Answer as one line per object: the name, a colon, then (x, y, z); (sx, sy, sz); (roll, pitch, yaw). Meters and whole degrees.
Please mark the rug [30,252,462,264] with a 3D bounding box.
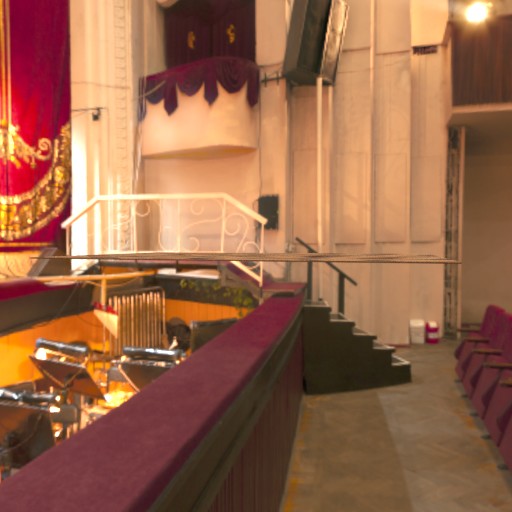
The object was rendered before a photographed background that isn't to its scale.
rug: (0.000, 0.000, 2.336); (1.813, 0.006, 1.202); (0, 2, 16)
